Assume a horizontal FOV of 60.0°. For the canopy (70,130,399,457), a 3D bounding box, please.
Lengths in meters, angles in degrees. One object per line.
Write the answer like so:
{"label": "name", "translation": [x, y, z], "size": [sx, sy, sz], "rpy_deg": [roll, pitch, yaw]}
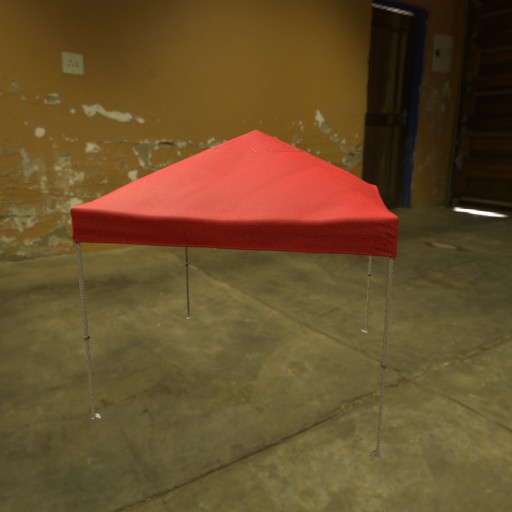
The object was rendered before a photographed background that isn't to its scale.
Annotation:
{"label": "canopy", "translation": [0.000, 0.000, 5.468], "size": [2.996, 2.997, 2.998], "rpy_deg": [3, 14, 11]}
